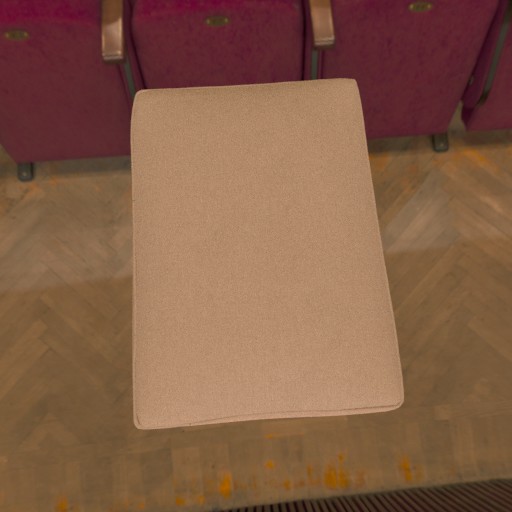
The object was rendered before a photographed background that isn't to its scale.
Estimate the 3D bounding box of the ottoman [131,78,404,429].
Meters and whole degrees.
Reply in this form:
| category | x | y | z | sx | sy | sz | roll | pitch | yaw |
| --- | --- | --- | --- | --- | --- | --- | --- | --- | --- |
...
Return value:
| category | x | y | z | sx | sy | sz | roll | pitch | yaw |
| --- | --- | --- | --- | --- | --- | --- | --- | --- | --- |
| ottoman | 0.000 | 0.000 | 0.978 | 0.501 | 0.456 | 0.665 | -4 | 75 | -1 |
